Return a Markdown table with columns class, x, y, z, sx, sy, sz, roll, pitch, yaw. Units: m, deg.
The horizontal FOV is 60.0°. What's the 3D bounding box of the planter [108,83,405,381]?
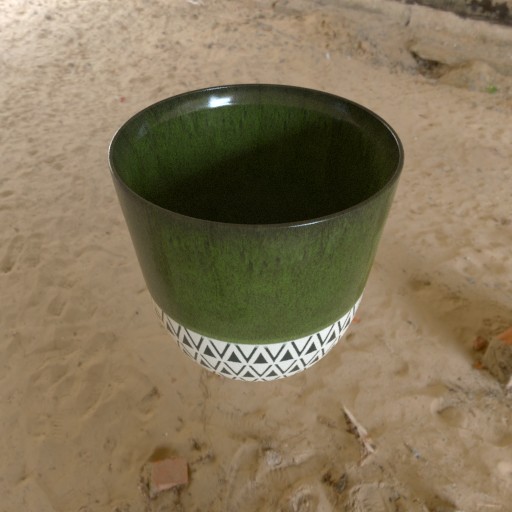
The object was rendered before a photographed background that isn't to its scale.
| class | x | y | z | sx | sy | sz | roll | pitch | yaw |
| --- | --- | --- | --- | --- | --- | --- | --- | --- | --- |
| planter | 0.000 | 0.000 | 0.466 | 0.245 | 0.270 | 0.245 | 0 | 42 | 0 |
